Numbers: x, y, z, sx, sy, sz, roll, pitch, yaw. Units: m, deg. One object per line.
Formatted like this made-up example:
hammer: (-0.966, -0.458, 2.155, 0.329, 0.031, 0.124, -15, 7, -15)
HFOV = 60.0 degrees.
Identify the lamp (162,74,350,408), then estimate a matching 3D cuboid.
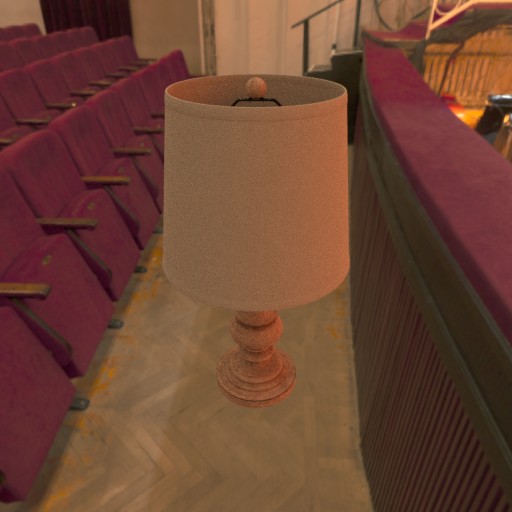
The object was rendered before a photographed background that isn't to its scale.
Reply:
lamp: (0.000, 0.000, 0.657, 0.273, 0.497, 0.273, 0, 31, 0)
